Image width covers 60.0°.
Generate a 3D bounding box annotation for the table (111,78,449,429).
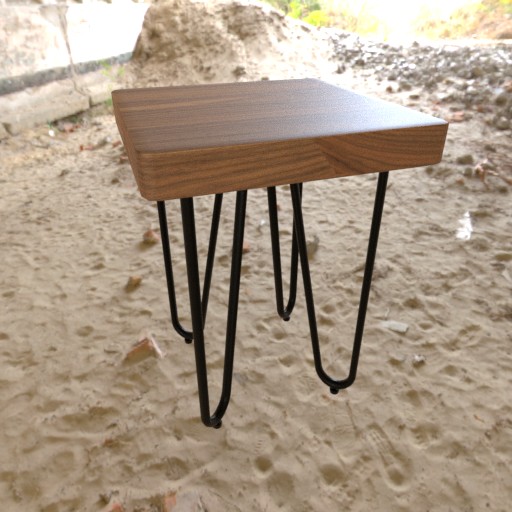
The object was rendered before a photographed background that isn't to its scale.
[{"bbox_3d":[0.000,0.000,0.967,0.480,0.641,0.479,-10,32,-17],"label":"table"}]
